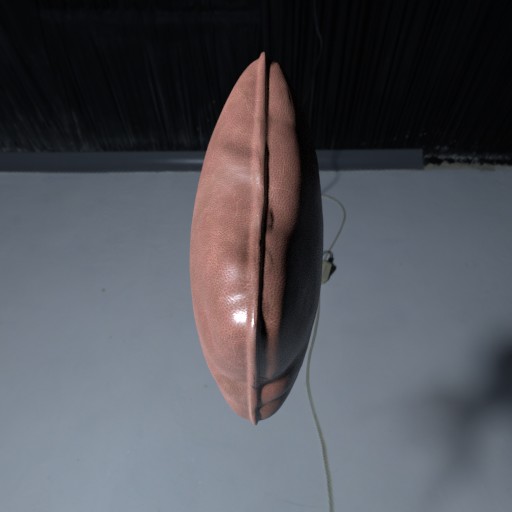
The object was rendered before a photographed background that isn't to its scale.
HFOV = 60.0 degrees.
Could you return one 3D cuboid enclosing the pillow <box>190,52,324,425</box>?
[{"bbox_3d":[0.000,0.000,0.837,0.236,0.523,0.532,2,59,1],"label":"pillow"}]
